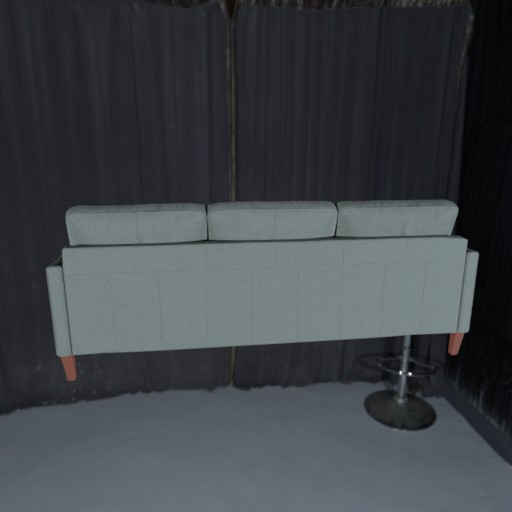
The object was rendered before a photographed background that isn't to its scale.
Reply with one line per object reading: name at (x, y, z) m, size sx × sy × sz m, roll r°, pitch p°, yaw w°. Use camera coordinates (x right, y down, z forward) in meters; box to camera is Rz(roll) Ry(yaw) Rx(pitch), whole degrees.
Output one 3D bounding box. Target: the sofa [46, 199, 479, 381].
sofa at (0.000, 0.000, 2.937) m, size 2.178 × 0.876 × 1.506 m, roll -2°, pitch 14°, yaw -8°
